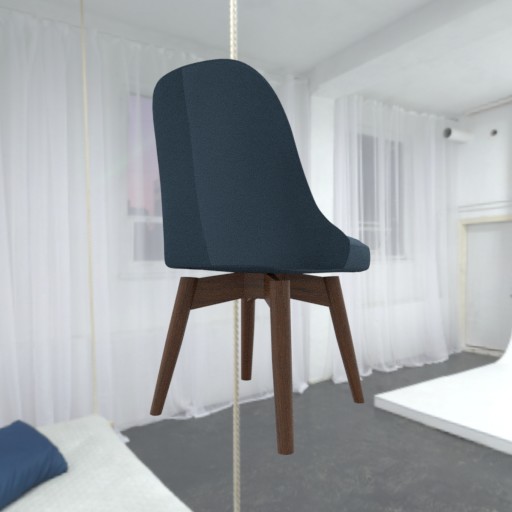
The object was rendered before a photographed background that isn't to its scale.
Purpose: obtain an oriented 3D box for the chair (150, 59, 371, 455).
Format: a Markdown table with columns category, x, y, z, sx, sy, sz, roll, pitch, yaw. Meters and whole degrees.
| category | x | y | z | sx | sy | sz | roll | pitch | yaw |
| --- | --- | --- | --- | --- | --- | --- | --- | --- | --- |
| chair | 0.000 | 0.000 | 1.266 | 0.503 | 0.882 | 0.589 | 0 | 0 | 35 |
